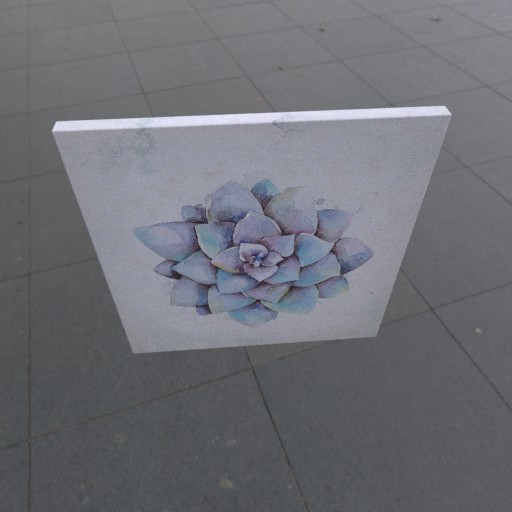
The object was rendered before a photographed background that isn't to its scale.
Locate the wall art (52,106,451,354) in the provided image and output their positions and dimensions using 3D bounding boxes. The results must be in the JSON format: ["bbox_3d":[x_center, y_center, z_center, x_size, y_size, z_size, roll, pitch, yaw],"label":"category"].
[{"bbox_3d":[0.000,0.000,1.125,0.762,0.762,0.038,-3,46,-3],"label":"wall art"}]
